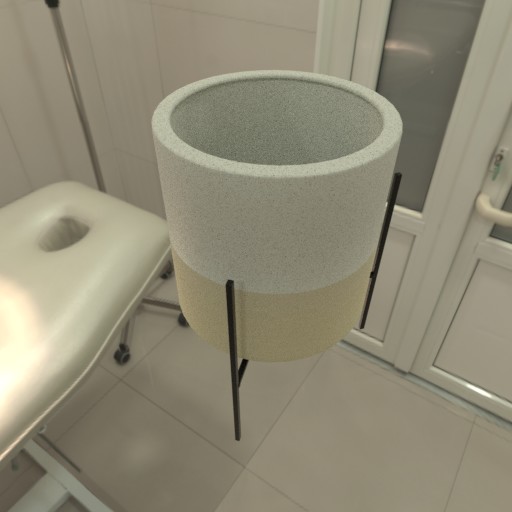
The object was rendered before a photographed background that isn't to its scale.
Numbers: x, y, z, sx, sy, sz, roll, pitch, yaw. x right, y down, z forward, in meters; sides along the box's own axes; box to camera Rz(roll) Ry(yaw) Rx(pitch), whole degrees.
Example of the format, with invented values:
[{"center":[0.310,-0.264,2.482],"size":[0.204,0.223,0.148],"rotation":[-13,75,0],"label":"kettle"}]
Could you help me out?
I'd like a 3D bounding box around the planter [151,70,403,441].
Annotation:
[{"center":[0.000,0.000,0.539],"size":[0.267,0.362,0.263],"rotation":[24,47,25],"label":"planter"}]
